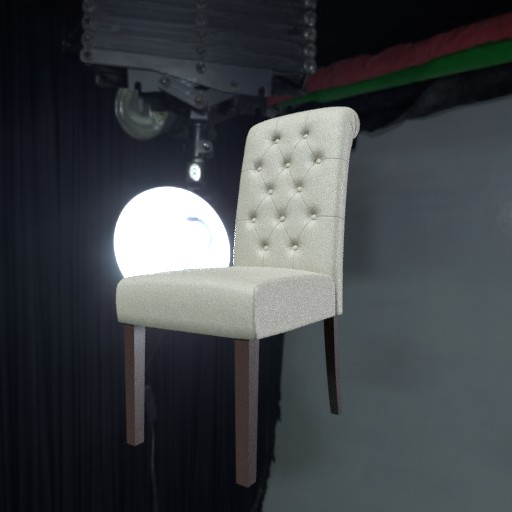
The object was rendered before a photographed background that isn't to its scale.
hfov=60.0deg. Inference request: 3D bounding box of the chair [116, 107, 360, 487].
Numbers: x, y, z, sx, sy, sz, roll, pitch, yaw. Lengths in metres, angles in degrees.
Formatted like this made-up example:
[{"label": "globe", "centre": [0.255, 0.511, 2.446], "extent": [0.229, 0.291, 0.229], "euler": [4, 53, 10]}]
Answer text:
[{"label": "chair", "centre": [0.000, 0.000, 1.340], "extent": [0.456, 1.006, 0.671], "euler": [0, 0, 35]}]
